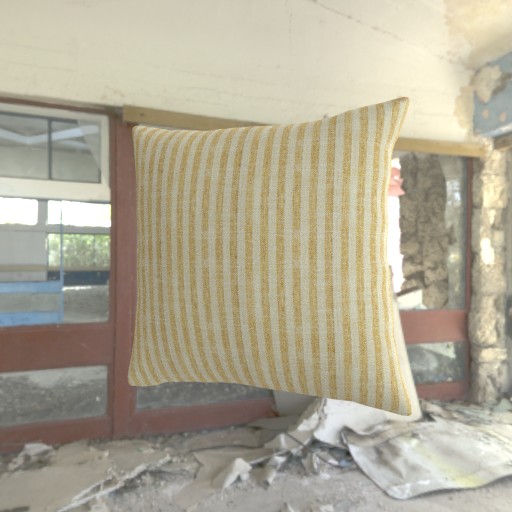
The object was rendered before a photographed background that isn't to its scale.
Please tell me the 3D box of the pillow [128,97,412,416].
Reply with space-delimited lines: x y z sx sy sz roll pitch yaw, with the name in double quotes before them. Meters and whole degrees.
"pillow" 0.000 0.000 0.631 0.419 0.407 0.173 0 0 18
